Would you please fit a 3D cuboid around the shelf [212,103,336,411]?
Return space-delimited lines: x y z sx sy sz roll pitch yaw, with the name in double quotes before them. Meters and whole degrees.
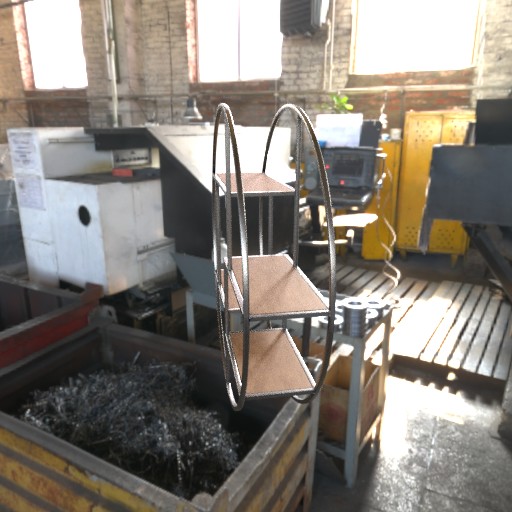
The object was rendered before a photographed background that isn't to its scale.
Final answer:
"shelf" 0.000 0.000 1.367 0.202 0.888 0.888 -3 17 -9
